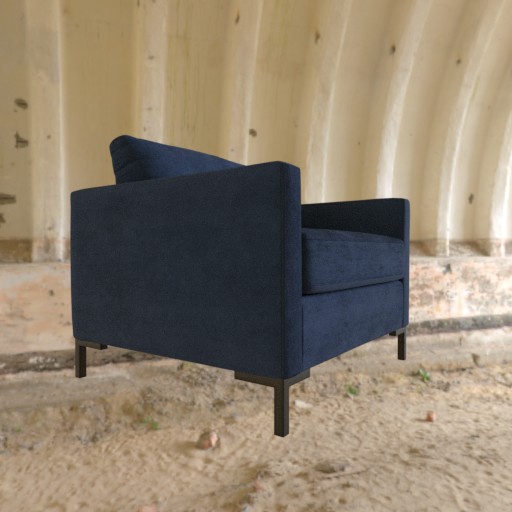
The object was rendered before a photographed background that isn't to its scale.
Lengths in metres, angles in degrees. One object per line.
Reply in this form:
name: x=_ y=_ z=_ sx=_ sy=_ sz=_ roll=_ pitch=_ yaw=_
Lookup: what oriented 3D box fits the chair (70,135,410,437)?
chair: x=0.000 y=0.000 z=1.601 sx=0.875 sy=0.812 sz=0.964 roll=0 pitch=1 yaw=36
